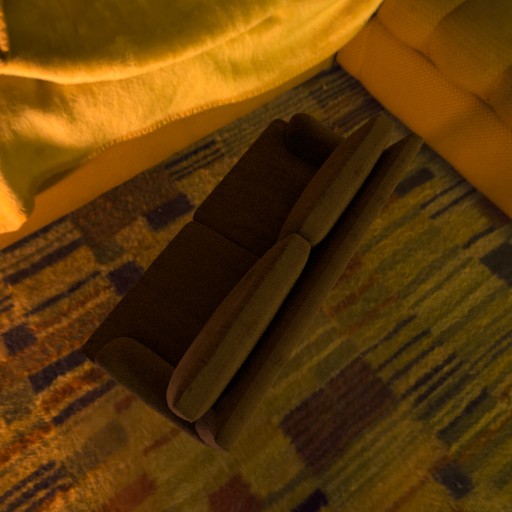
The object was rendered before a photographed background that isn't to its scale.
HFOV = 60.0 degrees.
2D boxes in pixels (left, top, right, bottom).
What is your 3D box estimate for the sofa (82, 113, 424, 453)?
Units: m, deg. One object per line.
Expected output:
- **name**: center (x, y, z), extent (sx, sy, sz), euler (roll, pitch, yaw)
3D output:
- **sofa**: center (0.000, 0.000, 2.809), extent (1.086, 1.087, 2.165), euler (30, 67, 14)
